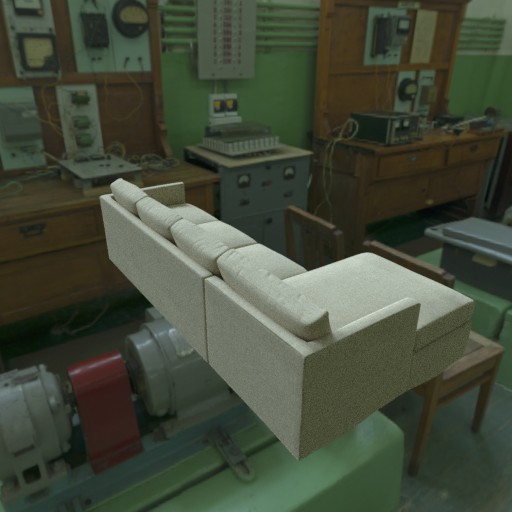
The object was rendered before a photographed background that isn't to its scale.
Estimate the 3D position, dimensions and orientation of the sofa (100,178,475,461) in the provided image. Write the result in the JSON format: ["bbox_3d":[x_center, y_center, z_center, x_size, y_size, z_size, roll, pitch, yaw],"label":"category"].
[{"bbox_3d":[0.000,0.000,3.857,1.650,0.922,3.205,-17,30,-31],"label":"sofa"}]
